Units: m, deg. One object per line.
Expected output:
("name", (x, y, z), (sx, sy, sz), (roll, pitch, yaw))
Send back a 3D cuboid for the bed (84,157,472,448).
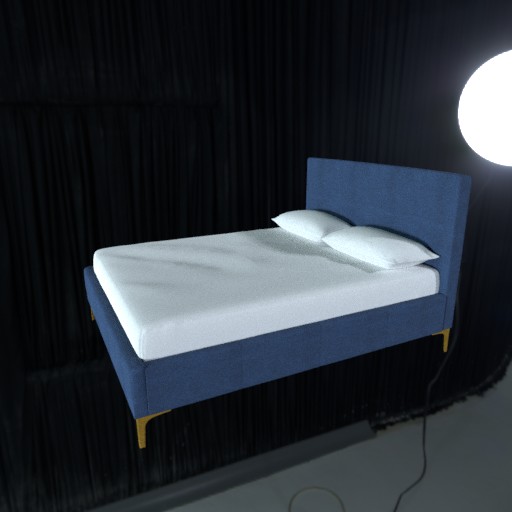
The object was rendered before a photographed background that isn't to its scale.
("bed", (0.000, 0.000, 3.174), (2.172, 1.231, 1.723), (-8, 18, -26))
